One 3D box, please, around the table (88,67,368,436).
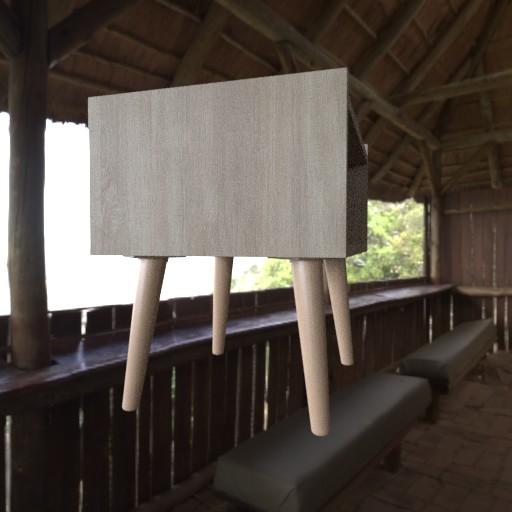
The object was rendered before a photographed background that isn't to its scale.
[{"bbox_3d":[0.000,0.000,0.810,0.370,0.470,0.450,1,2,17],"label":"table"}]
